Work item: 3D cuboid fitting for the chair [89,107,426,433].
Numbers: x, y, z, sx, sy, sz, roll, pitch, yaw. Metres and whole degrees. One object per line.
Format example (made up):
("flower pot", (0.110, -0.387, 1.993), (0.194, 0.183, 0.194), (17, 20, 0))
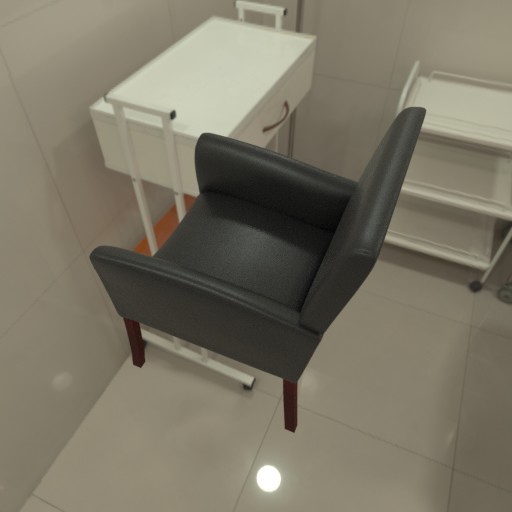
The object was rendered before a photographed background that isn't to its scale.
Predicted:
("chair", (0.000, 0.000, 1.484), (0.772, 0.951, 0.683), (18, 50, 15))
